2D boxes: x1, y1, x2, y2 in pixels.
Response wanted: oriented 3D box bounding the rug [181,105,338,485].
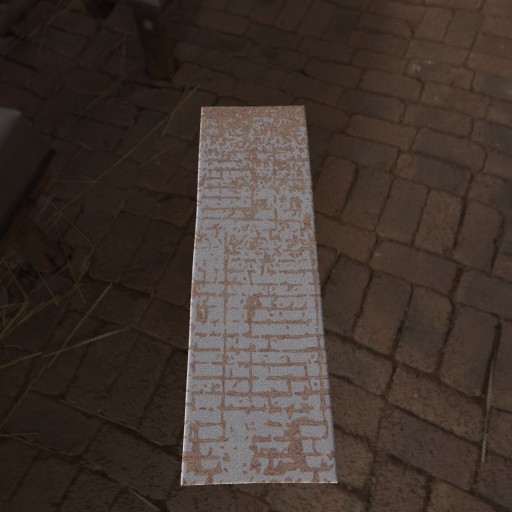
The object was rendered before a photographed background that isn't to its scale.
[{"bbox_3d":[0.000,0.000,2.660,0.750,0.011,2.435,-1,63,0],"label":"rug"}]
